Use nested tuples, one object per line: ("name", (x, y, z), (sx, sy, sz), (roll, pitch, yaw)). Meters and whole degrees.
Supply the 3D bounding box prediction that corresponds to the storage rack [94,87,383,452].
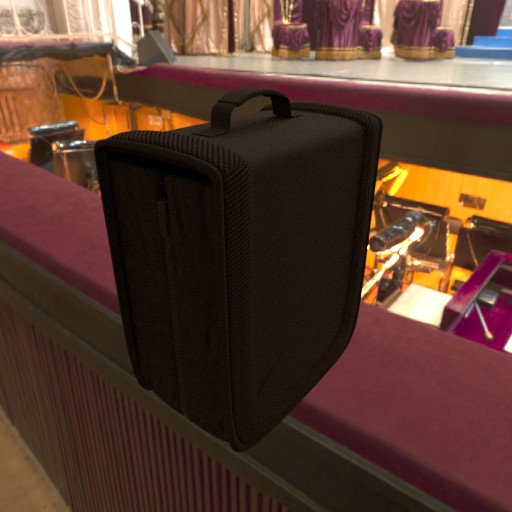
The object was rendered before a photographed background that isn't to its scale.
("storage rack", (0.000, 0.000, 0.546), (0.168, 0.387, 0.297), (20, 33, 34))
